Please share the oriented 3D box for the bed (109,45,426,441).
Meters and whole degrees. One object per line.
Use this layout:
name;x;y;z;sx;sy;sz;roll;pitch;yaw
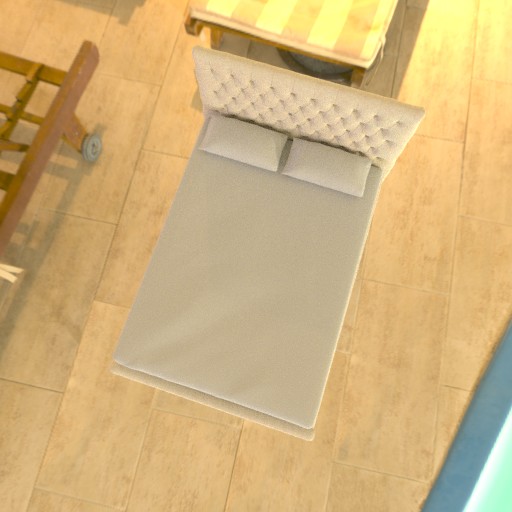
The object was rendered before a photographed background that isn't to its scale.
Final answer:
bed;0.000;0.000;3.462;1.698;1.427;2.387;17;76;5
